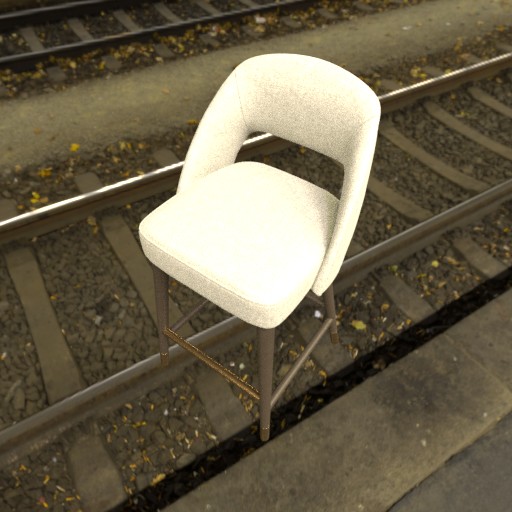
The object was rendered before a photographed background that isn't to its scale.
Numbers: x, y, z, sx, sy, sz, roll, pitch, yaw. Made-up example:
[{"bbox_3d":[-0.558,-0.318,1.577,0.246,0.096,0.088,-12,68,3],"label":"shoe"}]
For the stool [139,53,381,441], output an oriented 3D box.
[{"bbox_3d":[0.000,0.000,1.250,0.494,0.940,0.509,28,52,25],"label":"stool"}]
